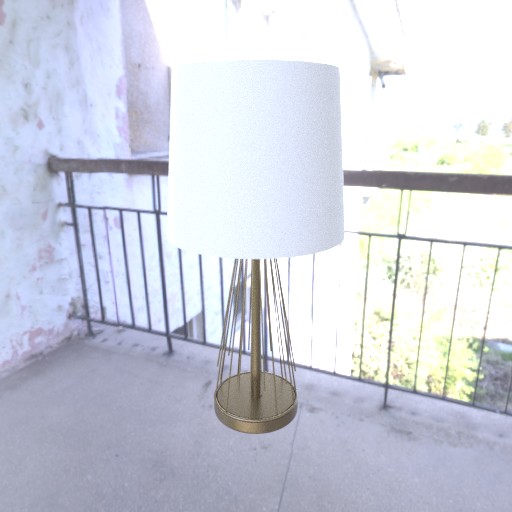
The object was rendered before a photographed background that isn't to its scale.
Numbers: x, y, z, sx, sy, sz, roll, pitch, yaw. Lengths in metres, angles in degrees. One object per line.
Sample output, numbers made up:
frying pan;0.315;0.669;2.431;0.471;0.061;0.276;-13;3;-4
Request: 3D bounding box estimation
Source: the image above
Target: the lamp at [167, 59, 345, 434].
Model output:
lamp;0.000;0.000;0.780;0.303;0.618;0.303;0;17;0
